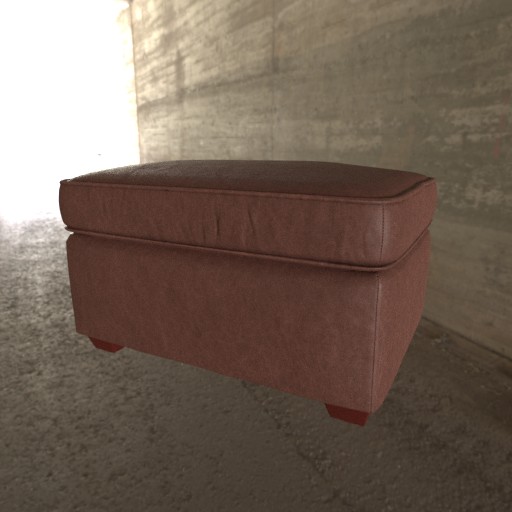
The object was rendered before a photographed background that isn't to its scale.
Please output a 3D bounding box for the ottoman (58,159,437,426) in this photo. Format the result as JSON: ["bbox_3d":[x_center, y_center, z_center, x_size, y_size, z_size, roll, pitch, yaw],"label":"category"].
[{"bbox_3d":[0.000,0.000,1.067,0.749,0.449,0.548,8,16,27],"label":"ottoman"}]
